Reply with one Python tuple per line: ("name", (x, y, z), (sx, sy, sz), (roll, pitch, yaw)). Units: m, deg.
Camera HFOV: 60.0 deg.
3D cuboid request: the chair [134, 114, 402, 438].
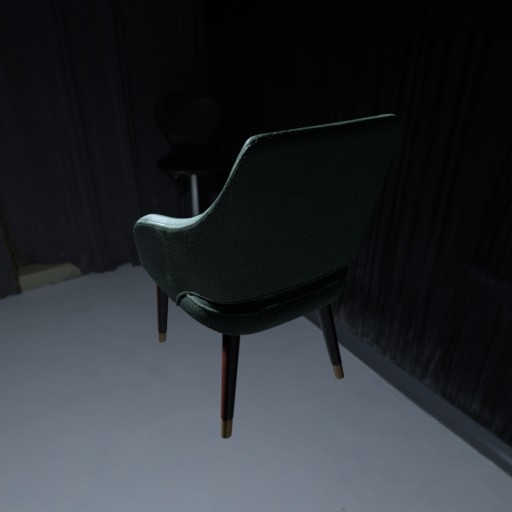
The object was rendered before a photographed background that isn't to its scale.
("chair", (0.000, 0.000, 1.595), (0.683, 1.081, 0.794), (-17, 34, -28))
